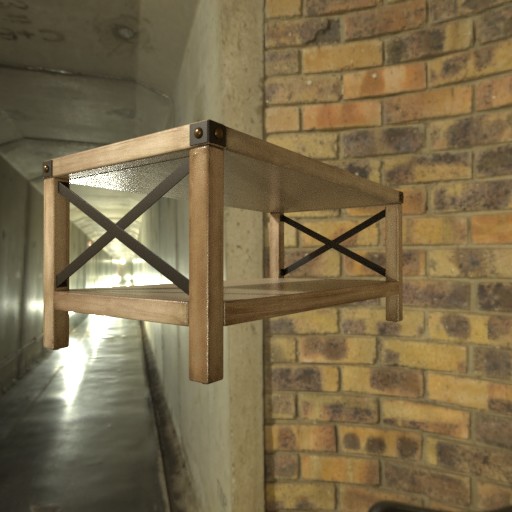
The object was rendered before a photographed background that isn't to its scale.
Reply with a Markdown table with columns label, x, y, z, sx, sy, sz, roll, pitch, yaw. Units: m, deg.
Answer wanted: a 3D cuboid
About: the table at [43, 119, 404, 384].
| label | x | y | z | sx | sy | sz | roll | pitch | yaw |
| --- | --- | --- | --- | --- | --- | --- | --- | --- | --- |
| table | 0.000 | 0.000 | 1.310 | 0.559 | 0.456 | 1.016 | 0 | -1 | 37 |
